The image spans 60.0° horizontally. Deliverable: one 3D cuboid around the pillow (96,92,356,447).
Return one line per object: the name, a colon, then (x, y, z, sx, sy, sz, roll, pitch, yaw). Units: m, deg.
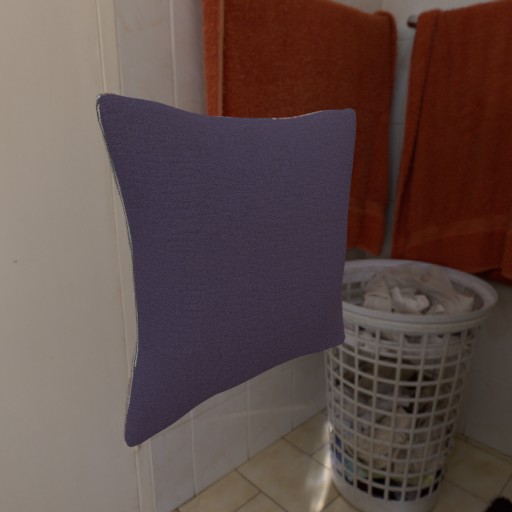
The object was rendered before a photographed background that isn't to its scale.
pillow: (0.000, 0.000, 0.635, 0.437, 0.419, 0.136, -13, 20, -40)
